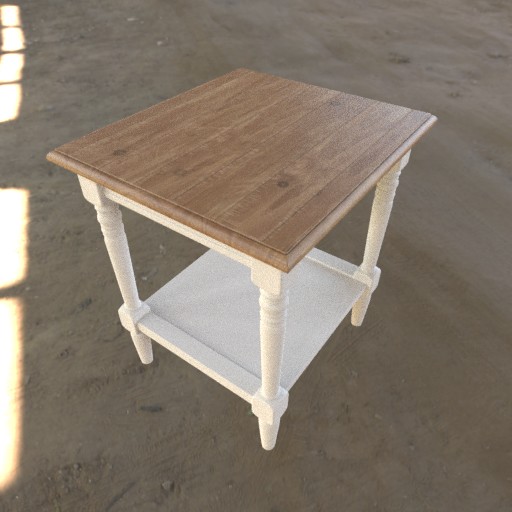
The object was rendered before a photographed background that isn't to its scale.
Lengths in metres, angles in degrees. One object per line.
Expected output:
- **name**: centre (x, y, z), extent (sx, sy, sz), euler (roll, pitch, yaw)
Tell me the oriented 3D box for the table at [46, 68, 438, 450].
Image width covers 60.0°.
- **table**: centre (0.000, 0.000, 0.933), extent (0.457, 0.561, 0.508), euler (25, 47, 27)
